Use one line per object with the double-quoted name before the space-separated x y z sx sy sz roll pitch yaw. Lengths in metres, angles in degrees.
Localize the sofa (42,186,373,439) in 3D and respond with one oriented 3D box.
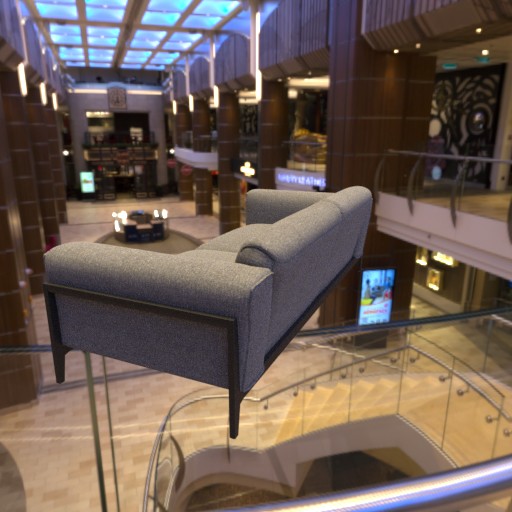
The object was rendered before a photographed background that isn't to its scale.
"sofa" 0.000 0.000 2.556 0.985 0.703 2.125 7 18 24
